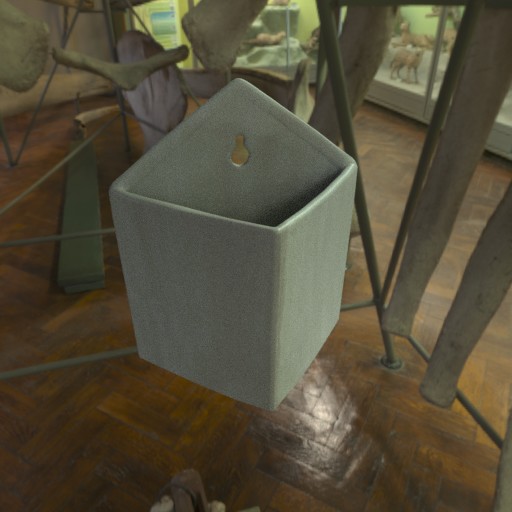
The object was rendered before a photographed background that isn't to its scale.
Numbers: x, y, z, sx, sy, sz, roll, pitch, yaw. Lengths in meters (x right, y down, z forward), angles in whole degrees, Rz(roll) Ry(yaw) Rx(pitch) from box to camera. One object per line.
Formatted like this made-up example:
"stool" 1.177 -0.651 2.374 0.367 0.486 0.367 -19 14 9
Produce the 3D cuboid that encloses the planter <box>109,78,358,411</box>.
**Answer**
"planter" 0.000 0.000 0.272 0.163 0.194 0.080 -8 33 -13
